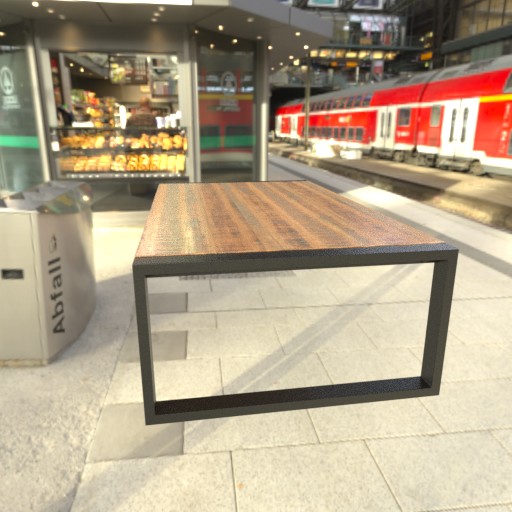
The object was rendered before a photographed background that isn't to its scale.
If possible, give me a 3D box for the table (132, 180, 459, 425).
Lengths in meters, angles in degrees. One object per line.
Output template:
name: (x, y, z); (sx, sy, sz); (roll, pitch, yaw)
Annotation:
table: (0.000, 0.000, 1.683); (0.750, 0.400, 1.350); (-3, 17, -9)
